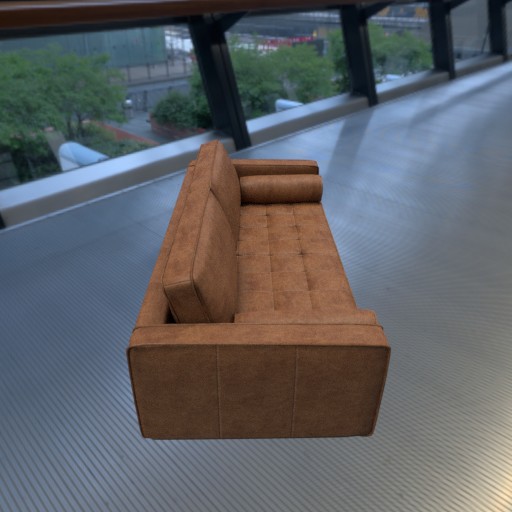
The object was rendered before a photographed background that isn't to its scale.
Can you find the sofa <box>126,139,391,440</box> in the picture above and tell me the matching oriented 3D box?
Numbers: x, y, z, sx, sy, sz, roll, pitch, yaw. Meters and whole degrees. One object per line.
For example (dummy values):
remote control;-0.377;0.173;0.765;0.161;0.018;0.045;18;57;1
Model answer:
sofa;0.000;0.000;2.397;0.924;0.825;1.920;0;31;-1
